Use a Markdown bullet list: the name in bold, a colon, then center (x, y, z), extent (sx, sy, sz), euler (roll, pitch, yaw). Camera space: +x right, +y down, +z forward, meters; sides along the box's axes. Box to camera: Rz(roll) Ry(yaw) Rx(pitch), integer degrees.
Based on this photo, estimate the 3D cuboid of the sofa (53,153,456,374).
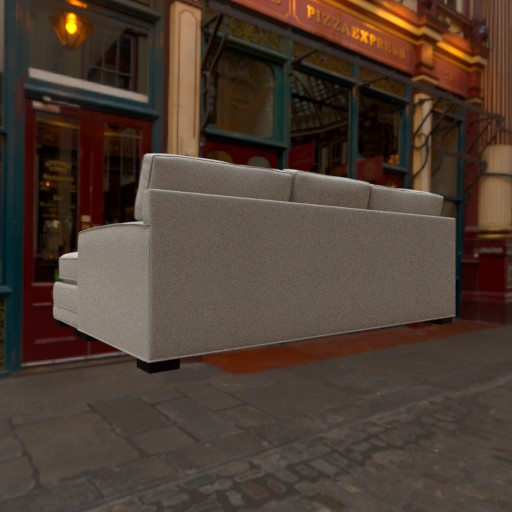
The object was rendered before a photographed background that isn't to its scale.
- **sofa**: center (0.000, 0.000, 2.806), extent (2.087, 0.861, 1.496), euler (0, 0, -37)
